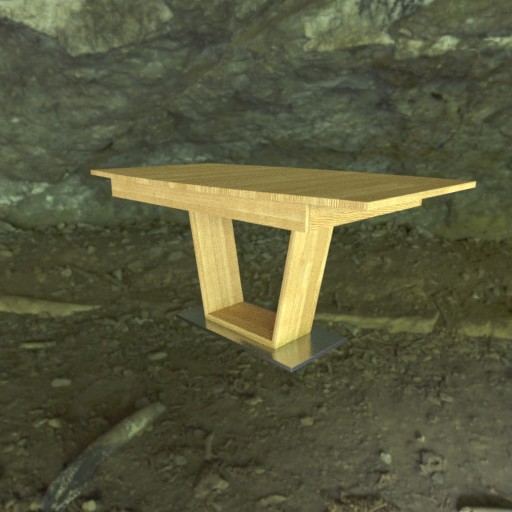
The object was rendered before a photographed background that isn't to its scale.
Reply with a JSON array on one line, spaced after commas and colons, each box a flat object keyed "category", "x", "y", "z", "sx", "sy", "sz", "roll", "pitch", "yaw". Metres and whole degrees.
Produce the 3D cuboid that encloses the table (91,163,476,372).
[{"category": "table", "x": 0.000, "y": 0.000, "z": 2.067, "sx": 1.598, "sy": 0.748, "sz": 0.900, "roll": 15, "pitch": 21, "yaw": 43}]
